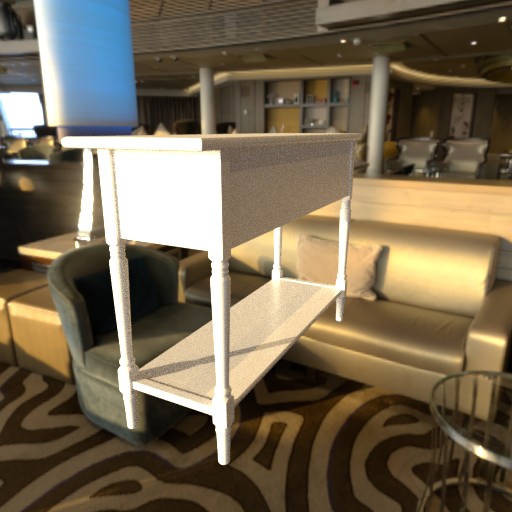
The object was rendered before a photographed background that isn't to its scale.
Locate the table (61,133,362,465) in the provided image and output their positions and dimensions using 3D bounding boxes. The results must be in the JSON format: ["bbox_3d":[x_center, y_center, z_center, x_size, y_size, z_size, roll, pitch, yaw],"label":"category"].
[{"bbox_3d":[0.000,0.000,1.542,0.386,0.814,1.191,8,18,26],"label":"table"}]
